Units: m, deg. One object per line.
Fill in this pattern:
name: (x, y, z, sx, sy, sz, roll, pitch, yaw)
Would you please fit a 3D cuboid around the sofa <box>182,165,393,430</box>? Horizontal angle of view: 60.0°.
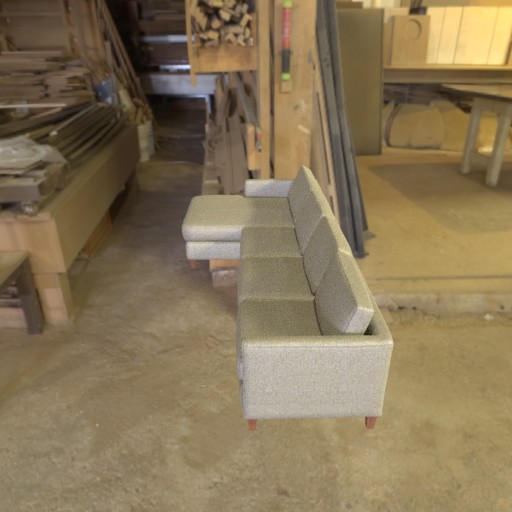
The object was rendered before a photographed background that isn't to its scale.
sofa: (0.000, 0.000, 3.941, 1.502, 0.876, 3.201, 0, 26, -1)
